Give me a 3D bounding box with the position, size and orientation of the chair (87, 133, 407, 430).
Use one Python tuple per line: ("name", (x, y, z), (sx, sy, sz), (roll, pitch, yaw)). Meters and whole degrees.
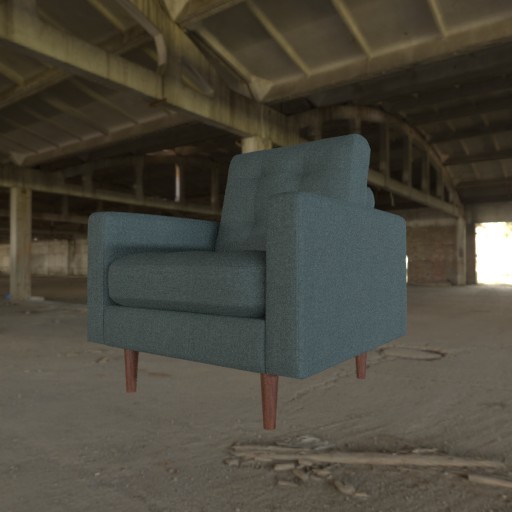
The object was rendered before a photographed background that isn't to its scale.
("chair", (0.000, 0.000, 1.545), (0.821, 0.880, 0.843), (-1, -1, 36))
